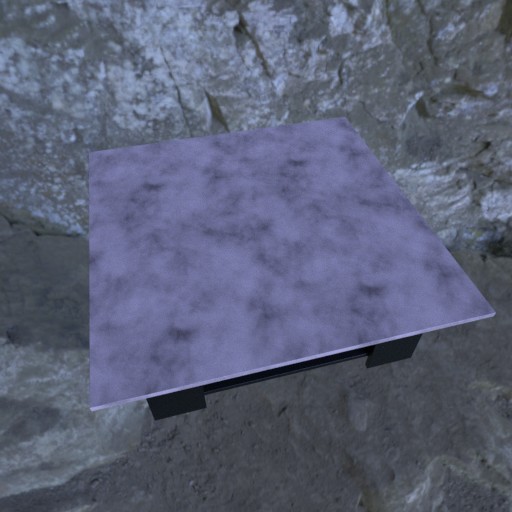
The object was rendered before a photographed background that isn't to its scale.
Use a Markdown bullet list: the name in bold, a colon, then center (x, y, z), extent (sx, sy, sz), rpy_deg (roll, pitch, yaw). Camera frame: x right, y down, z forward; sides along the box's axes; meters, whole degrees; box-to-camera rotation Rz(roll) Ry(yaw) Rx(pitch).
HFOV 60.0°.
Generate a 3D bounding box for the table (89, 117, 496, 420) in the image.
- **table**: center (0.000, 0.000, 1.331), extent (0.890, 0.305, 0.890), rpy_deg (-11, 48, -10)
